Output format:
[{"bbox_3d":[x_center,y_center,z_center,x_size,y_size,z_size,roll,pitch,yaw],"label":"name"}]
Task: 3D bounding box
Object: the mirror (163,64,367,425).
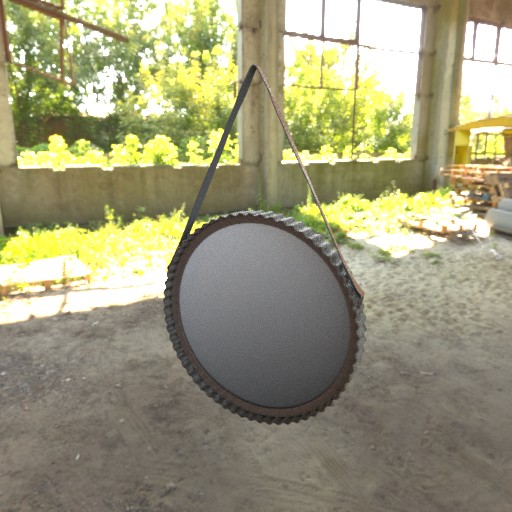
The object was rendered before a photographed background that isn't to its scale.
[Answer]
[{"bbox_3d":[0.000,0.000,0.707,0.355,0.568,0.042,7,15,27],"label":"mirror"}]
